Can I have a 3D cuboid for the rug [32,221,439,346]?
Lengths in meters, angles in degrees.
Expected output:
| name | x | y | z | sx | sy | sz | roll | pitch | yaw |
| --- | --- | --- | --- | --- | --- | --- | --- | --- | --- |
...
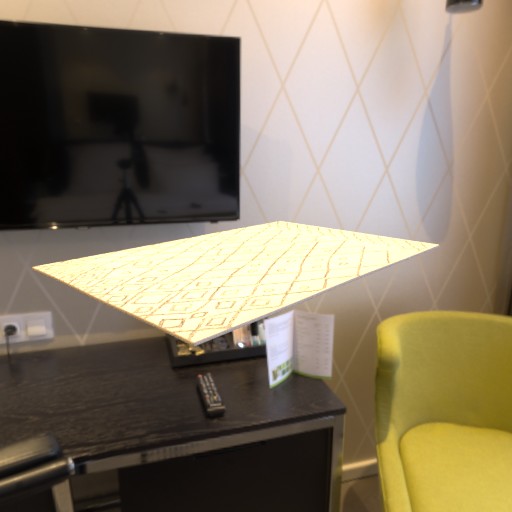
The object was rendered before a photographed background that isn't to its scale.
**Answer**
| name | x | y | z | sx | sy | sz | roll | pitch | yaw |
| --- | --- | --- | --- | --- | --- | --- | --- | --- | --- |
| rug | 0.000 | 0.000 | 2.354 | 1.222 | 0.015 | 1.828 | 13 | 19 | 42 |
